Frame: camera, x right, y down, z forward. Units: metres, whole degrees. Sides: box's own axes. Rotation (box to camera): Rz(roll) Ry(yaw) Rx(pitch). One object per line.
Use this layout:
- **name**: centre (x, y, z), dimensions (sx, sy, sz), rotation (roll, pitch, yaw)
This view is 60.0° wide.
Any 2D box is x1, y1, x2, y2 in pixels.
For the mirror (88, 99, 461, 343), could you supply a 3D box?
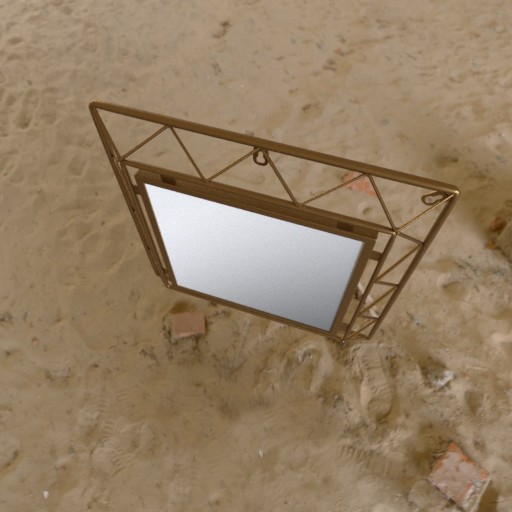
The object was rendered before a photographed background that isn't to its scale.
- **mirror**: centre (0.000, 0.000, 0.633), dimensions (0.416, 0.414, 0.046), rotation (16, 60, 9)
